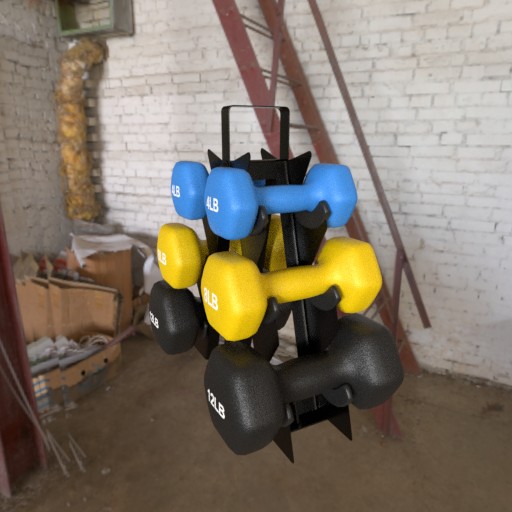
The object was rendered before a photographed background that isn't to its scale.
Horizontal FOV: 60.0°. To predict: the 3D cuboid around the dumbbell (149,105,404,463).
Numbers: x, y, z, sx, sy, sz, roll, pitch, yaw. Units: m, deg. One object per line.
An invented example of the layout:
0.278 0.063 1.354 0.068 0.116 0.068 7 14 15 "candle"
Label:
0.000 0.000 0.665 0.255 0.426 0.409 -8 17 -26 "dumbbell"
